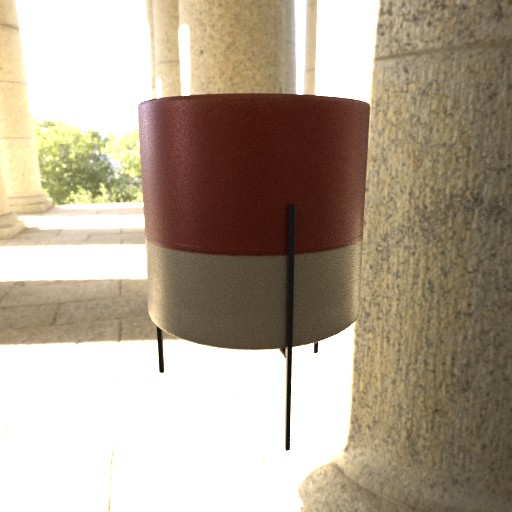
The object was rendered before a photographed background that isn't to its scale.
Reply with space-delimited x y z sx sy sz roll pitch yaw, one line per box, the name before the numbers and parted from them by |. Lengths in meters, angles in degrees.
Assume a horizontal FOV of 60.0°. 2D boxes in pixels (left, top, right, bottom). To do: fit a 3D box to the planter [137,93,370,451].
planter | 0.000 0.000 0.726 0.345 0.465 0.354 13 19 43
